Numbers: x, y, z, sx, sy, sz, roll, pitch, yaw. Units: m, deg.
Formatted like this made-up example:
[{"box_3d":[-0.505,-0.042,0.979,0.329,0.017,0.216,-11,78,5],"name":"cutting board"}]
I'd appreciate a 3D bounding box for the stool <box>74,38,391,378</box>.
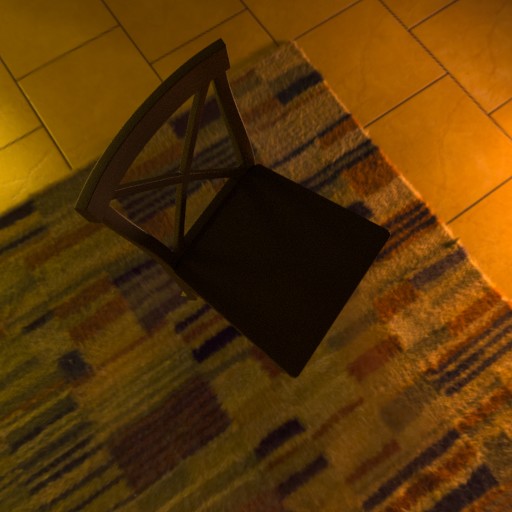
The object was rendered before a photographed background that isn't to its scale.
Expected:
[{"box_3d":[0.000,0.000,1.276,0.559,0.989,0.452,34,78,8],"name":"stool"}]
